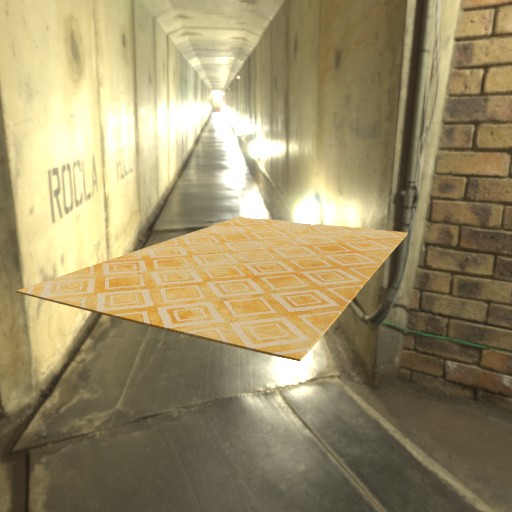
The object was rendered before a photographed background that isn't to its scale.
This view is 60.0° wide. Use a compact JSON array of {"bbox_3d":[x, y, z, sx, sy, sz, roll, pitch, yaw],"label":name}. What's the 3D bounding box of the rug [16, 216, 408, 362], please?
[{"bbox_3d":[0.000,0.000,2.268,1.213,0.010,1.829,8,17,26],"label":"rug"}]
